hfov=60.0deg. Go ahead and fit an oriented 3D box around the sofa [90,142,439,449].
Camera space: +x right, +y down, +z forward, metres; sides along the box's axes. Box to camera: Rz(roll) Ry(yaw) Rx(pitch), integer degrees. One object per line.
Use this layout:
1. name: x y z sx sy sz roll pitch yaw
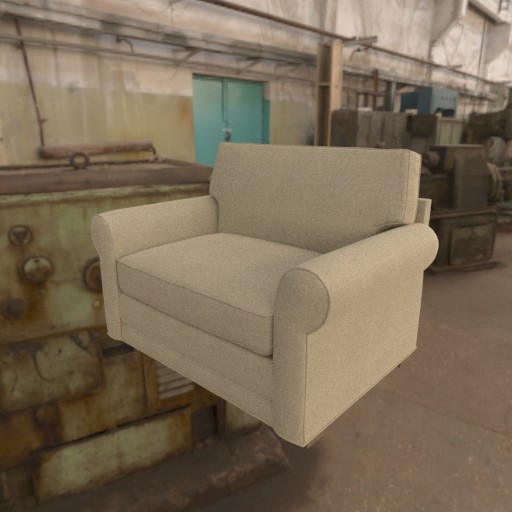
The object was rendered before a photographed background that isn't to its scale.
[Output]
1. sofa: 0.000 0.000 2.075 1.405 0.991 0.936 15 22 40
